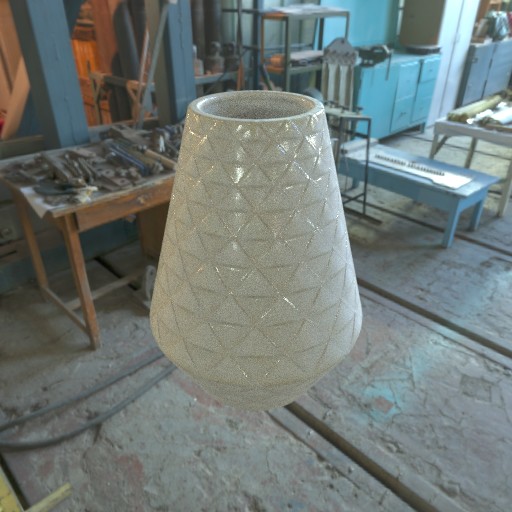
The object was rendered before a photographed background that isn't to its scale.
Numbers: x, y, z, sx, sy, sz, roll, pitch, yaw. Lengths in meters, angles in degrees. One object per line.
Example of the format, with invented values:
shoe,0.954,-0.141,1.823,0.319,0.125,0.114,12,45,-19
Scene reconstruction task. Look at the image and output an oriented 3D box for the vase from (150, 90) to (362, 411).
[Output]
vase,0.000,0.000,0.347,0.175,0.230,0.175,0,32,0
